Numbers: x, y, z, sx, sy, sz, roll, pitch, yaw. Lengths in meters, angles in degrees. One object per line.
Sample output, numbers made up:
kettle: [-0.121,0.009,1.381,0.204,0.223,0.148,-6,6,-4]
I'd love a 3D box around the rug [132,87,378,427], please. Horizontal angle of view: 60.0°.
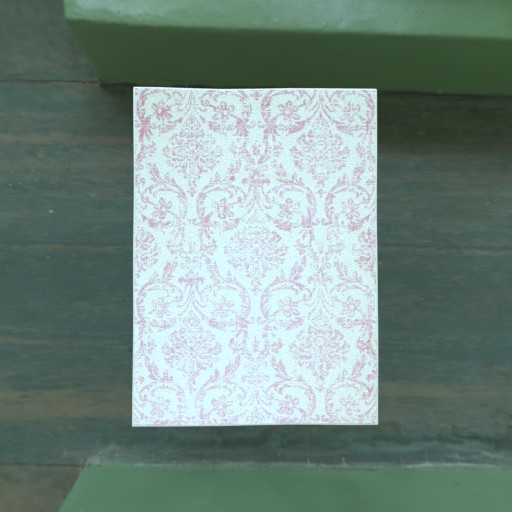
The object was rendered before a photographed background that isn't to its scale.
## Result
rug: [0.000,0.000,2.890,1.598,0.014,2.202,0,89,-1]
